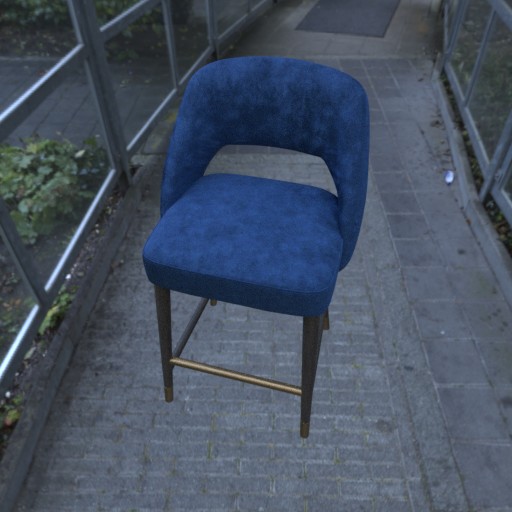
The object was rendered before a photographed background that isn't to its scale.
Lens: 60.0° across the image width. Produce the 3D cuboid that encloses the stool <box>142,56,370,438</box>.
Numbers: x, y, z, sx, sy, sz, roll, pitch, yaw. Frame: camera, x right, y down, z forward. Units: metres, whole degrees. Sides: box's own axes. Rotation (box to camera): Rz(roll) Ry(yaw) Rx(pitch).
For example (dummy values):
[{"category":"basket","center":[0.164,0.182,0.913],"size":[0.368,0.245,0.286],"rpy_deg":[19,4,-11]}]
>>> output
[{"category":"stool","center":[0.000,0.000,1.251],"size":[0.536,0.925,0.524],"rpy_deg":[11,43,11]}]
